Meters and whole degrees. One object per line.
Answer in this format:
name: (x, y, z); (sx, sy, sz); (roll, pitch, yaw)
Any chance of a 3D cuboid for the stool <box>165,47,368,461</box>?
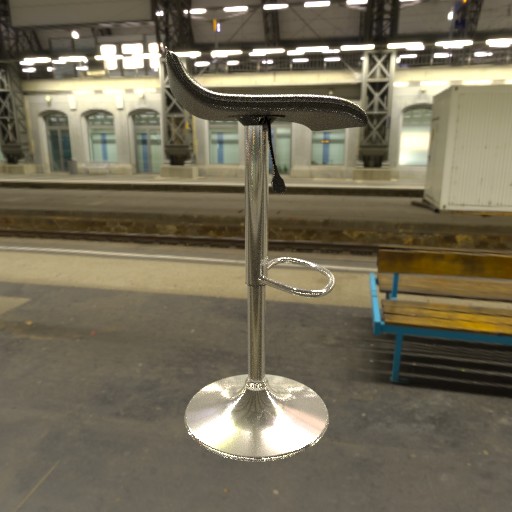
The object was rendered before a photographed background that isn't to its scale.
stool: (0.000, 0.000, 1.071); (0.381, 0.851, 0.381); (-2, 14, -9)
